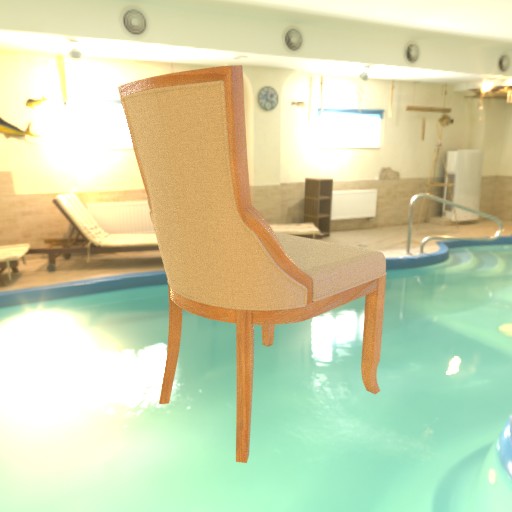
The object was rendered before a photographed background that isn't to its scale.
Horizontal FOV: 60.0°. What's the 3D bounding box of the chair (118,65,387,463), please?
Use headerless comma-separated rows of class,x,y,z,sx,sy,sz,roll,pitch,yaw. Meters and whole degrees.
chair,0.000,0.000,1.320,0.641,0.947,0.524,-13,19,-43
